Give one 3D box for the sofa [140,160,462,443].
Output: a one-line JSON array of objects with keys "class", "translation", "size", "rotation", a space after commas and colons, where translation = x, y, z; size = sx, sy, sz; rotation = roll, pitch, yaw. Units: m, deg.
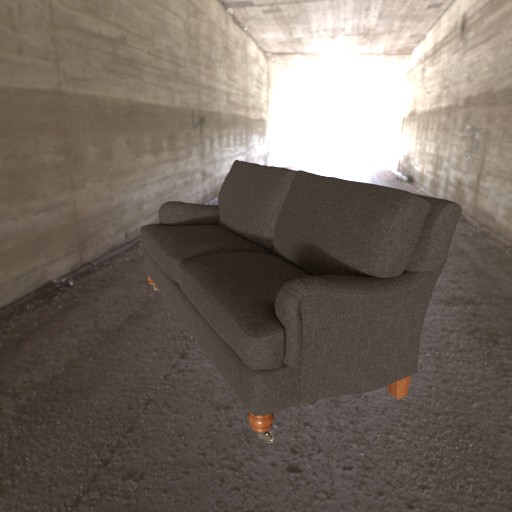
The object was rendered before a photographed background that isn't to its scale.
[{"class": "sofa", "translation": [0.000, 0.000, 2.808], "size": [1.087, 1.054, 2.160], "rotation": [-8, 18, -24]}]
